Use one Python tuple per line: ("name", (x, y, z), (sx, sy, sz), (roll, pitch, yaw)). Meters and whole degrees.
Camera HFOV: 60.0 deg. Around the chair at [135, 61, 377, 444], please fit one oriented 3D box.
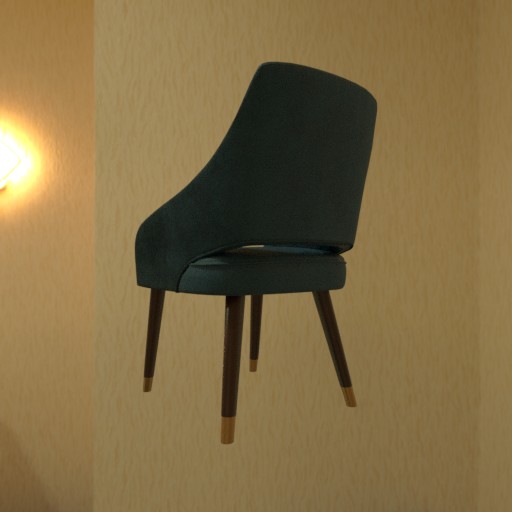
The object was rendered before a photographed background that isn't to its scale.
("chair", (0.000, 0.000, 1.623), (0.683, 1.081, 0.794), (0, 0, -36))
